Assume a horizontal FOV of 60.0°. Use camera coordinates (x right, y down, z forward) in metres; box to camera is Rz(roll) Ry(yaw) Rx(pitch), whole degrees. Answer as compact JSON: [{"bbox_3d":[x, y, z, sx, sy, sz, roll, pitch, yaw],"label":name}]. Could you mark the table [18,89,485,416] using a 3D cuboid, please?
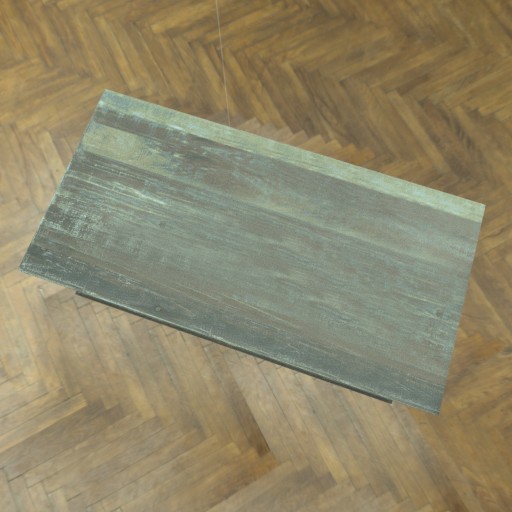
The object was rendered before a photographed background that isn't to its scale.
[{"bbox_3d":[0.000,0.000,1.337,1.088,0.399,0.554,18,76,5],"label":"table"}]
